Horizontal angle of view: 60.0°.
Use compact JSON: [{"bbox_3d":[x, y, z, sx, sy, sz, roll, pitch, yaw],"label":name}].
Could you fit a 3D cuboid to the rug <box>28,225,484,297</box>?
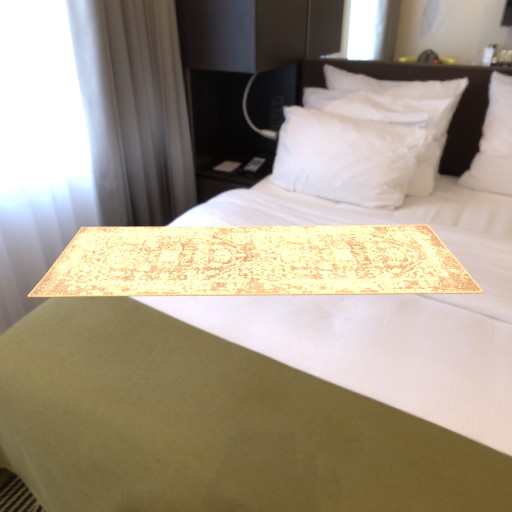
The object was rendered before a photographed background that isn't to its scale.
[{"bbox_3d":[0.000,0.000,2.746,2.452,0.017,0.855,0,29,-1],"label":"rug"}]
